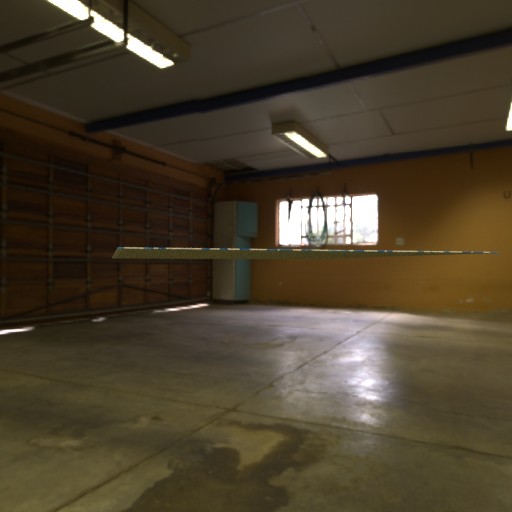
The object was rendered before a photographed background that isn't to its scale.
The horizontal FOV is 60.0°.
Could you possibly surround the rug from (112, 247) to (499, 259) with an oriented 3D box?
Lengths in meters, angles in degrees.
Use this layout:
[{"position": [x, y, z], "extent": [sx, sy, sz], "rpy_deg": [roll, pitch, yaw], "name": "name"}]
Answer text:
[{"position": [0.000, 0.000, 3.988], "extent": [2.435, 0.007, 3.007], "rpy_deg": [0, -1, -18], "name": "rug"}]
